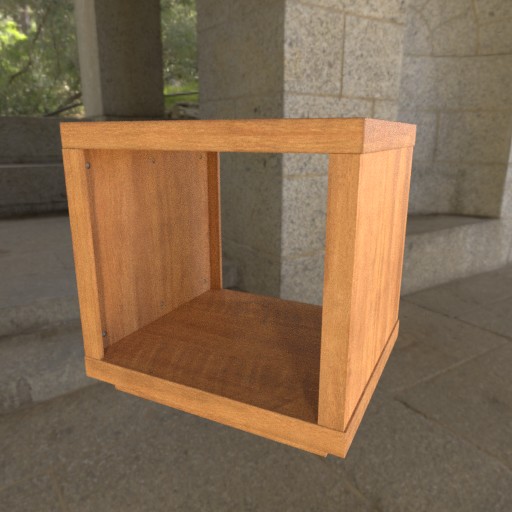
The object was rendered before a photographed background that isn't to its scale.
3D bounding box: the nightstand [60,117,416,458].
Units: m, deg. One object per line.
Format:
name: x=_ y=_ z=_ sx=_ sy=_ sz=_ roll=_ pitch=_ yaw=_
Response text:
nightstand: x=0.000 y=0.000 z=0.856 sx=0.493 sy=0.491 sz=0.436 roll=8 pitch=17 yaw=26
